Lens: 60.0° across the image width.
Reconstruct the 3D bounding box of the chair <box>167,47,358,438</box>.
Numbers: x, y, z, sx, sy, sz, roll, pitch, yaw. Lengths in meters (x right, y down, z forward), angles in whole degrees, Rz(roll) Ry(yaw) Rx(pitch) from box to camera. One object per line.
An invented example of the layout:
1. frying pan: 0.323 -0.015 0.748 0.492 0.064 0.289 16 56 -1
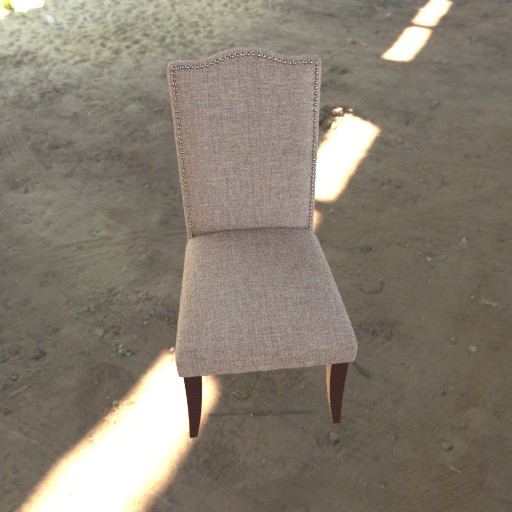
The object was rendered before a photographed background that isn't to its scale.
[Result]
1. chair: 0.000 0.000 1.369 0.513 1.016 0.660 -4 45 -4
